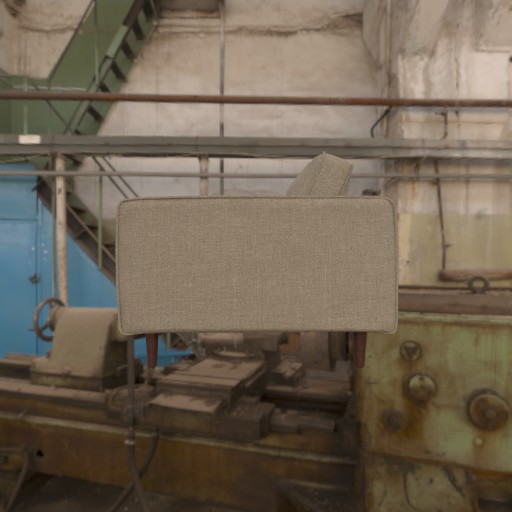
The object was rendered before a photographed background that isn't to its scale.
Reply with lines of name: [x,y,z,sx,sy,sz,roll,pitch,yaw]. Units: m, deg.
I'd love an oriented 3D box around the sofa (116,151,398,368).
sofa: [0.000,0.000,2.321,0.914,0.762,1.879,0,1,0]
